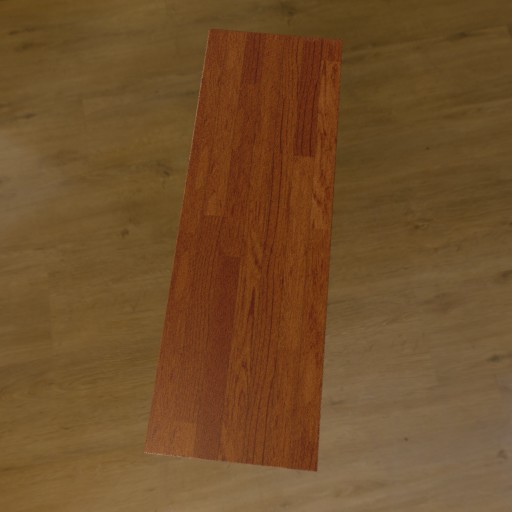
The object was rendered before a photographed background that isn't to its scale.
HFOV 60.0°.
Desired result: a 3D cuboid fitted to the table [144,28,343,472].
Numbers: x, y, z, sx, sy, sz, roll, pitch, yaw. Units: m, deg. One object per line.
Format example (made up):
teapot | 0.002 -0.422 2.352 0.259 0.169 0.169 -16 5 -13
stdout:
table | 0.000 0.000 1.546 0.408 0.740 1.204 6 75 2
